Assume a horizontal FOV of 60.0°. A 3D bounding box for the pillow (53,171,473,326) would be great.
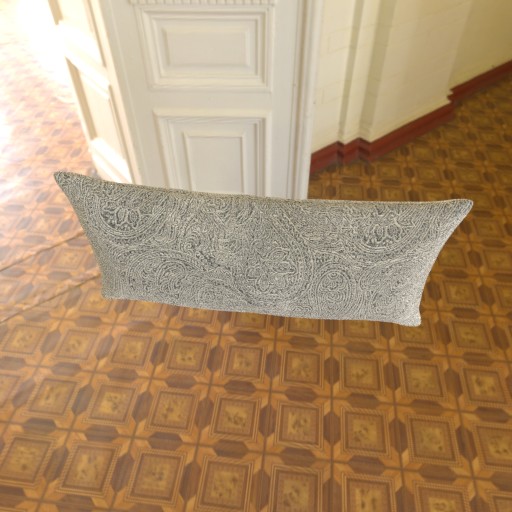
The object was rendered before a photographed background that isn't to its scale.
[{"bbox_3d":[0.000,0.000,0.749,0.615,0.295,0.151,4,46,4],"label":"pillow"}]
